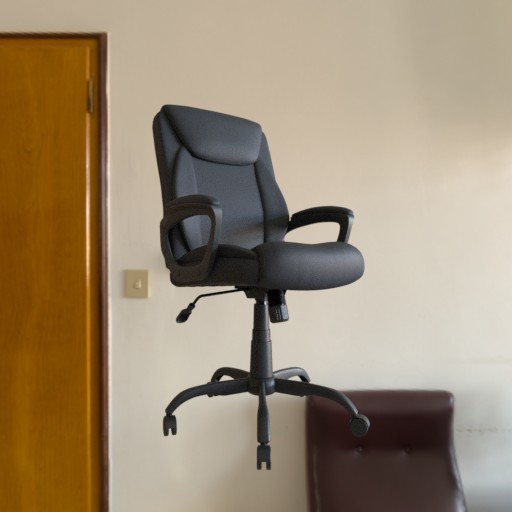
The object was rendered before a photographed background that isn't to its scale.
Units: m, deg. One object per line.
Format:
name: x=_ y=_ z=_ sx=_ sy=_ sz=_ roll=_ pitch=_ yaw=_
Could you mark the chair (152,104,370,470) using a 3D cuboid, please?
chair: x=0.000 y=0.000 z=1.452 sx=0.615 sy=1.072 sz=0.655 roll=0 pitch=1 yaw=-36
